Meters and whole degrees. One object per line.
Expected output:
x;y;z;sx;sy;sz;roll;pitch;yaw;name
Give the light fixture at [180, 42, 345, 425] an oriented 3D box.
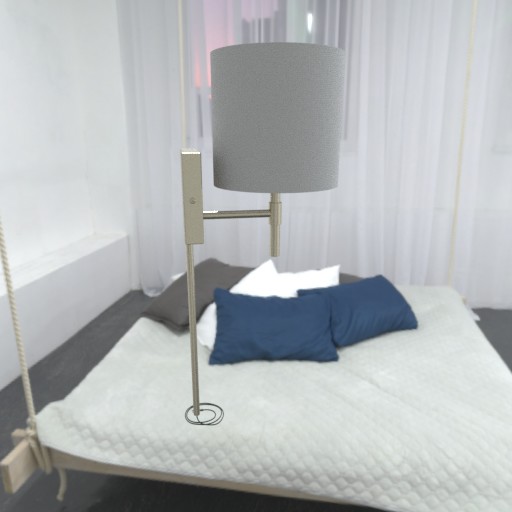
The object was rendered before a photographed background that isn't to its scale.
0.000;0.000;0.702;0.248;0.589;0.188;-3;16;-10;light fixture
